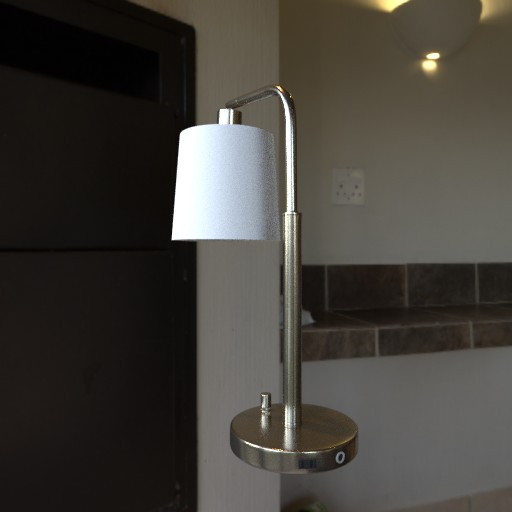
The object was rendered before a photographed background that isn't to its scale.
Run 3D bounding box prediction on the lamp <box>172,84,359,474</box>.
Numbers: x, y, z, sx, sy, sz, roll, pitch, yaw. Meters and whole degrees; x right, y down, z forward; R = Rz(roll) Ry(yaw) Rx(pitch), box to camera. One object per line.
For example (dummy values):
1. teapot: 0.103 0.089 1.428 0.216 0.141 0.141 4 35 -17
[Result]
1. lamp: 0.000 0.000 0.642 0.171 0.489 0.333 0 0 -36
